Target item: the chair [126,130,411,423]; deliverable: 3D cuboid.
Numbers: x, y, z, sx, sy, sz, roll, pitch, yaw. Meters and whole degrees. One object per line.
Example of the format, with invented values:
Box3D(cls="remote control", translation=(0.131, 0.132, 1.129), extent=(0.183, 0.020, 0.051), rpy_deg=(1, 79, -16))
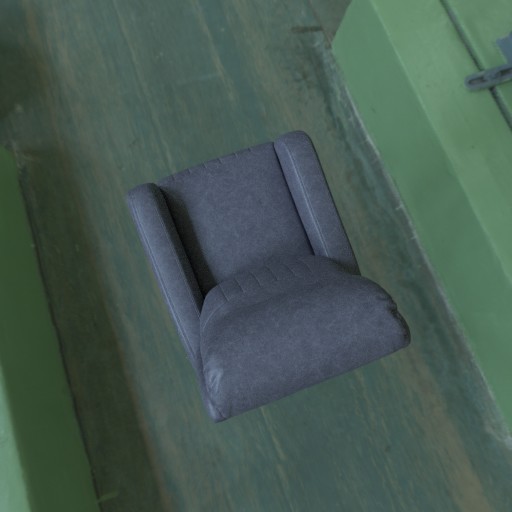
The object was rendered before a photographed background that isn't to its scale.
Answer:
Box3D(cls="chair", translation=(0.000, 0.000, 1.862), extent=(0.865, 1.067, 1.067), rpy_deg=(-20, 77, -5))
